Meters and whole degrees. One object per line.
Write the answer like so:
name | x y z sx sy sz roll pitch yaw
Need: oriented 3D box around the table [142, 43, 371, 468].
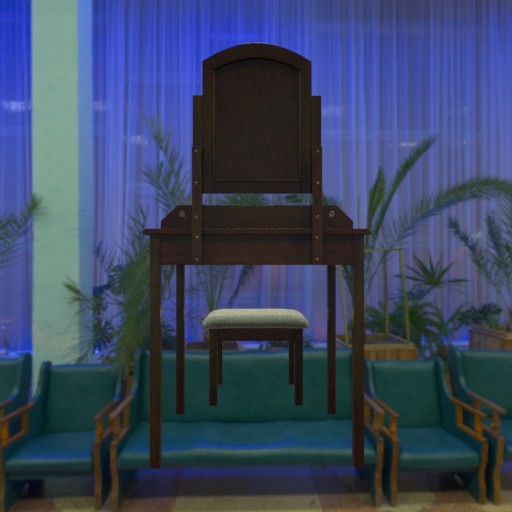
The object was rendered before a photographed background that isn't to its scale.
table | 0.000 0.000 2.275 0.876 1.631 1.211 0 0 0
